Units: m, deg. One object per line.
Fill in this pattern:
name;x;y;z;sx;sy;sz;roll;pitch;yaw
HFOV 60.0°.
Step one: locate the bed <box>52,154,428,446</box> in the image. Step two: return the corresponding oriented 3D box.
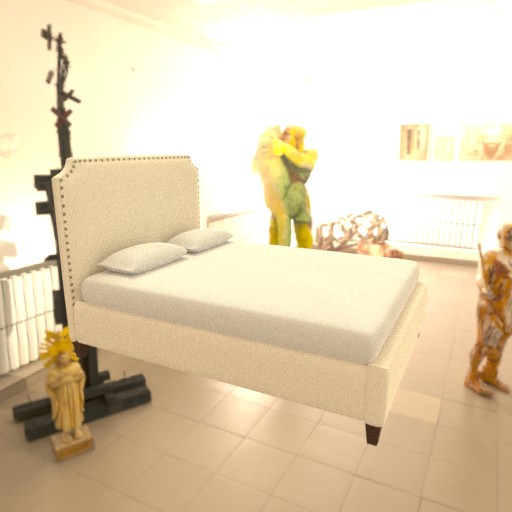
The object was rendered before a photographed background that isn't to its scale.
bed;0.000;0.000;3.420;2.372;1.497;1.712;7;16;26
